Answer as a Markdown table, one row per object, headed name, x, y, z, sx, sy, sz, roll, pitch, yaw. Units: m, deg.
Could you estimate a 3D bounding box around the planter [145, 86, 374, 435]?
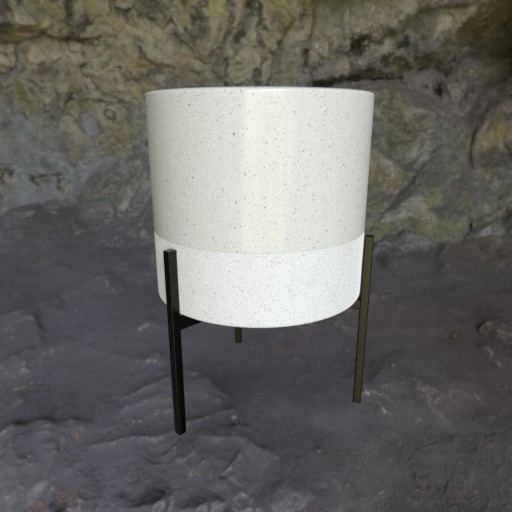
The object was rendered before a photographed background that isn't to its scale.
| name | x | y | z | sx | sy | sz | roll | pitch | yaw |
| --- | --- | --- | --- | --- | --- | --- | --- | --- | --- |
| planter | 0.000 | 0.000 | 0.334 | 0.152 | 0.230 | 0.159 | 16 | 24 | 42 |
